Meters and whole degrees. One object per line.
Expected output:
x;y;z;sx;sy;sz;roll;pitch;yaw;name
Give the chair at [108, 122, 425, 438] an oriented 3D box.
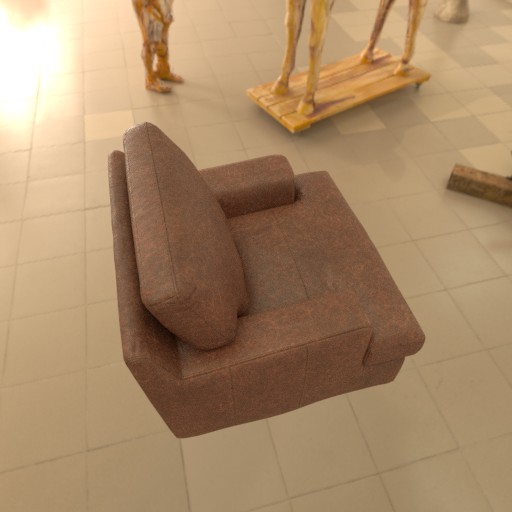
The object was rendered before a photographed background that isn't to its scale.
0.000;0.000;1.997;1.143;0.939;1.168;-11;50;-10;chair
